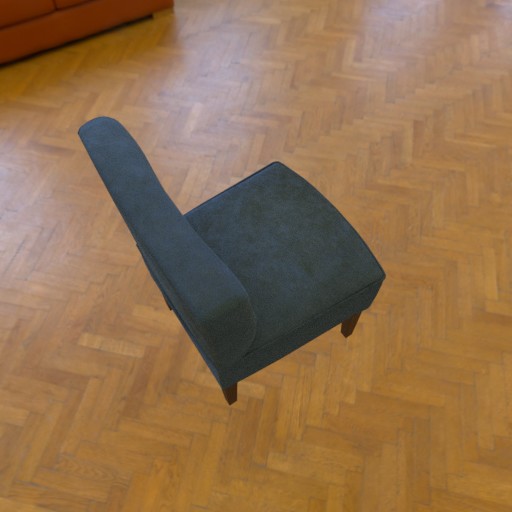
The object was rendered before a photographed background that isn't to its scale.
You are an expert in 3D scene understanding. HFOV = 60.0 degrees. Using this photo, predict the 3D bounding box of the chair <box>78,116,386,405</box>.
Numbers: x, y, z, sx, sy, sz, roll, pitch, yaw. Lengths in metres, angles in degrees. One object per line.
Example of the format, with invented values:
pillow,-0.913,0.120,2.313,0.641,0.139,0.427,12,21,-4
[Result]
chair,0.000,0.000,1.194,0.551,0.806,0.521,-30,63,-17
